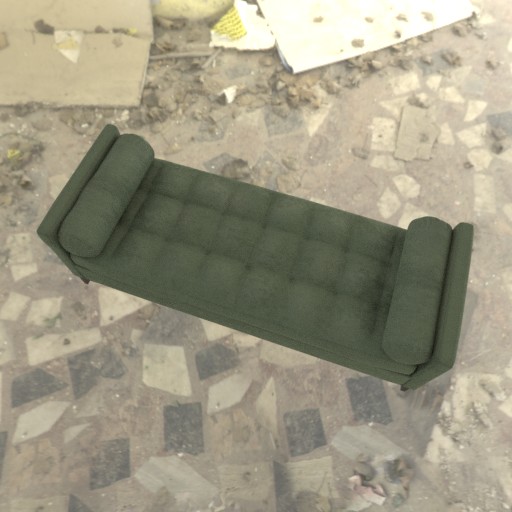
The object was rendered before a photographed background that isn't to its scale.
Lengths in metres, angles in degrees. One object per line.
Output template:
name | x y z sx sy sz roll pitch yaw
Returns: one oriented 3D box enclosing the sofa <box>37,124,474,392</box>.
sofa | 0.000 0.000 2.525 2.130 0.681 0.817 17 65 8
